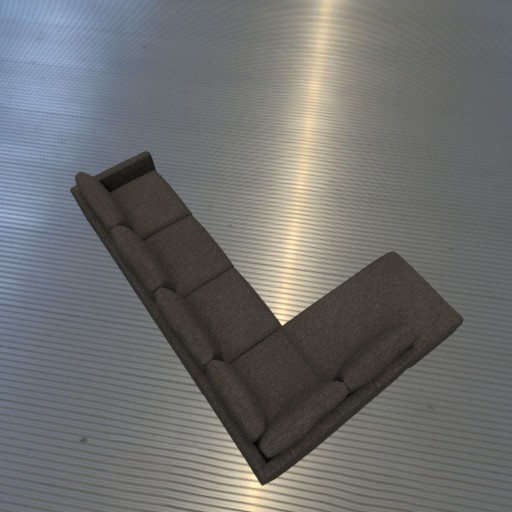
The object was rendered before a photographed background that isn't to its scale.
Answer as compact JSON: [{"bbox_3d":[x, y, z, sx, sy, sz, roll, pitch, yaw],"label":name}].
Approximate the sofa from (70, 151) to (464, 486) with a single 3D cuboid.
[{"bbox_3d":[0.000,0.000,3.817,2.007,0.815,2.949,-32,65,-17],"label":"sofa"}]
